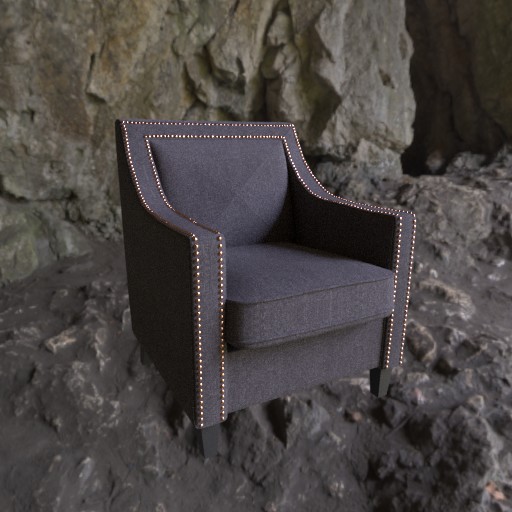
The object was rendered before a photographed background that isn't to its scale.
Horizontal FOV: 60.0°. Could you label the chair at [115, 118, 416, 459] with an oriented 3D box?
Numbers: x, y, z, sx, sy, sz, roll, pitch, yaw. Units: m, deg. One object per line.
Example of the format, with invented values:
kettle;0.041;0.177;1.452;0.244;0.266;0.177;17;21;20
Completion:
chair;0.000;0.000;1.599;0.776;0.967;0.884;-8;16;-27
